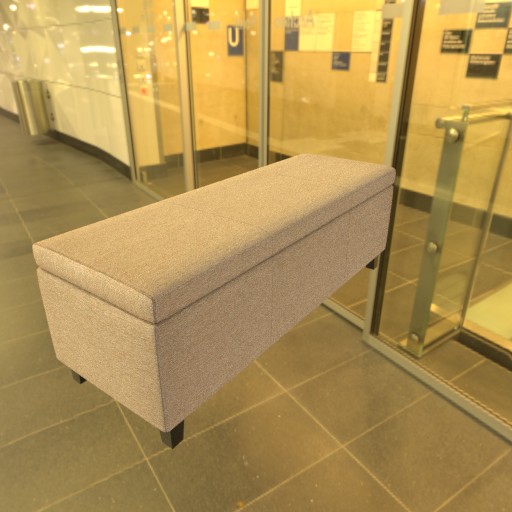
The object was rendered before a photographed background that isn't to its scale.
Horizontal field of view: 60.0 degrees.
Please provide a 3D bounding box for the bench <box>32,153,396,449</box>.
[{"bbox_3d":[0.000,0.000,1.483,0.446,0.438,1.269,18,31,33],"label":"bench"}]
